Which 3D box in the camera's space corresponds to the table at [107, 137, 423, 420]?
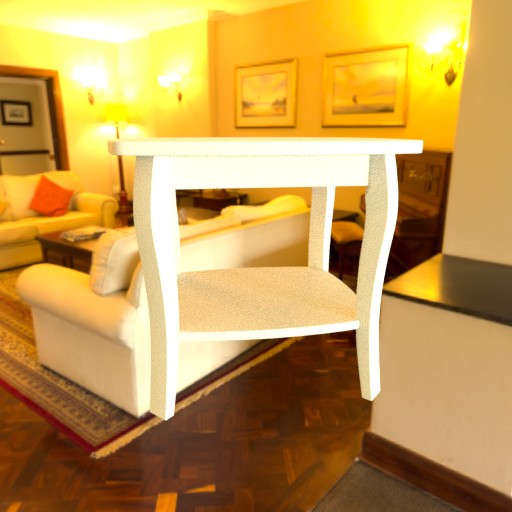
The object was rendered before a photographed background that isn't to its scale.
[{"bbox_3d":[0.000,0.000,0.854,0.502,0.438,0.451,-2,16,-9],"label":"table"}]
